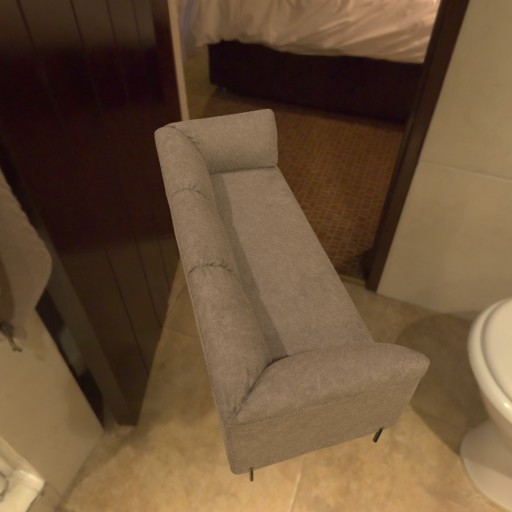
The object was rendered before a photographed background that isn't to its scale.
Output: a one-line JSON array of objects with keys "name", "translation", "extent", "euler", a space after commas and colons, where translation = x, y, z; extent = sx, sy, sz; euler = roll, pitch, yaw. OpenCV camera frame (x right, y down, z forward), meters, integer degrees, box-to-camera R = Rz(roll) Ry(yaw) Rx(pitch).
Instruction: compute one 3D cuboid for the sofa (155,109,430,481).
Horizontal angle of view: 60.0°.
[{"name": "sofa", "translation": [0.000, 0.000, 2.693], "extent": [0.899, 0.758, 2.238], "euler": [-12, 47, -11]}]
